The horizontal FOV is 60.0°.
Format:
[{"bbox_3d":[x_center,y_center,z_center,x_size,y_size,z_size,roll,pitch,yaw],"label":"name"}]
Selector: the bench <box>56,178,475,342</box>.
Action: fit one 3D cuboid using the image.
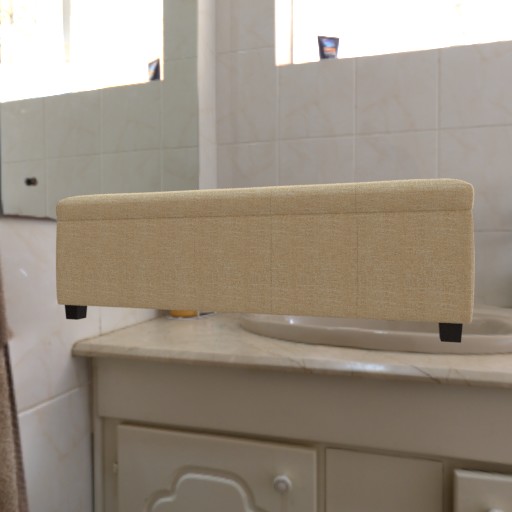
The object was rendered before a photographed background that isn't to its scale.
[{"bbox_3d":[0.000,0.000,1.426,1.219,0.406,0.432,0,1,18],"label":"bench"}]
